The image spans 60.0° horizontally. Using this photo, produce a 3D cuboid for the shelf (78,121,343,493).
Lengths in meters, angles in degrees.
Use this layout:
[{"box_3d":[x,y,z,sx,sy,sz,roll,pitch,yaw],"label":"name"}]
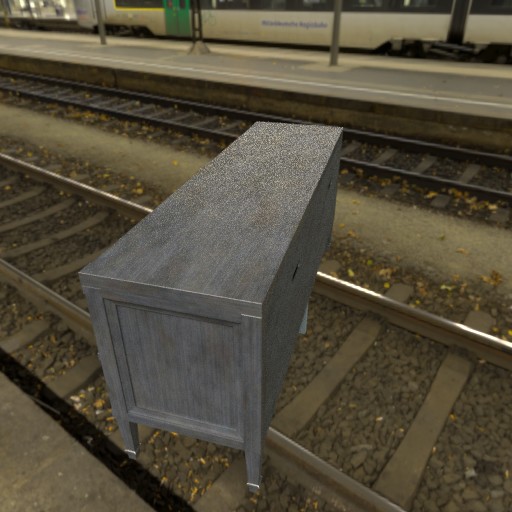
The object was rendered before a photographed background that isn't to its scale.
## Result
[{"box_3d":[0.000,0.000,1.856,0.479,0.719,1.575,8,31,14],"label":"shelf"}]
